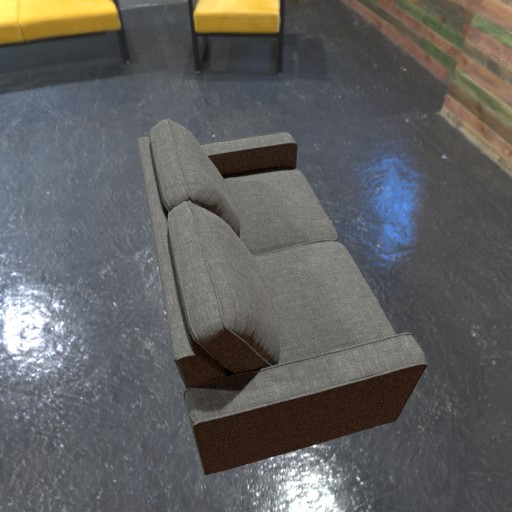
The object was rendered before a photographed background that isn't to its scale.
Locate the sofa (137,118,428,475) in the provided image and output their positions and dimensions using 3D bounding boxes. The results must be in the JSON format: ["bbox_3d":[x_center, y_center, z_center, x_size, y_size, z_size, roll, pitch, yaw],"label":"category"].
[{"bbox_3d":[0.000,0.000,2.258,0.947,0.918,1.709,-11,48,-10],"label":"sofa"}]
